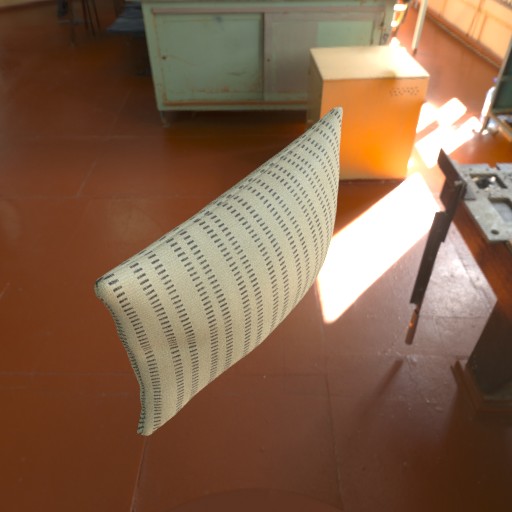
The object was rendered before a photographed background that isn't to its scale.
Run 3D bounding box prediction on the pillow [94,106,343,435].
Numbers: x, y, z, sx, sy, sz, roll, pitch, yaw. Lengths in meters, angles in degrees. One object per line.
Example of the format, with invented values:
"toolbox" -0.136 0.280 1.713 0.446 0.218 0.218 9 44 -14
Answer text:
"pillow" 0.000 0.000 0.815 0.210 0.353 0.640 24 46 25
